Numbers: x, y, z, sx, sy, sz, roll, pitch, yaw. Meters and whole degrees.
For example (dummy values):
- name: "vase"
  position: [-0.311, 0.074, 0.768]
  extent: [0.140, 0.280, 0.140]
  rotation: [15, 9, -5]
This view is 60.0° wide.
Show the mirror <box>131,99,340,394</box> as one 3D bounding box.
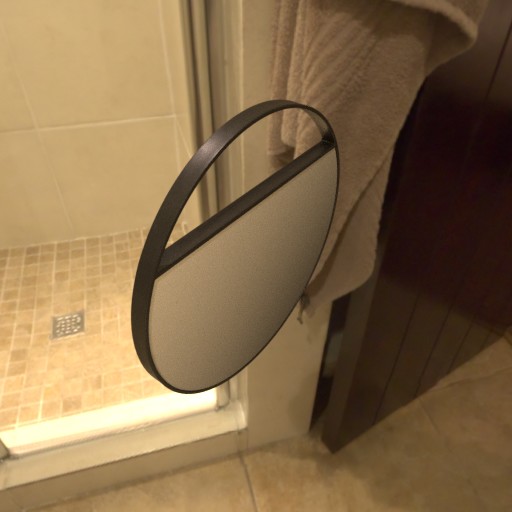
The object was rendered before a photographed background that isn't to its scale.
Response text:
- name: "mirror"
  position: [0.000, 0.000, 0.837]
  extent: [0.032, 0.565, 0.565]
  rotation: [27, 48, 27]
